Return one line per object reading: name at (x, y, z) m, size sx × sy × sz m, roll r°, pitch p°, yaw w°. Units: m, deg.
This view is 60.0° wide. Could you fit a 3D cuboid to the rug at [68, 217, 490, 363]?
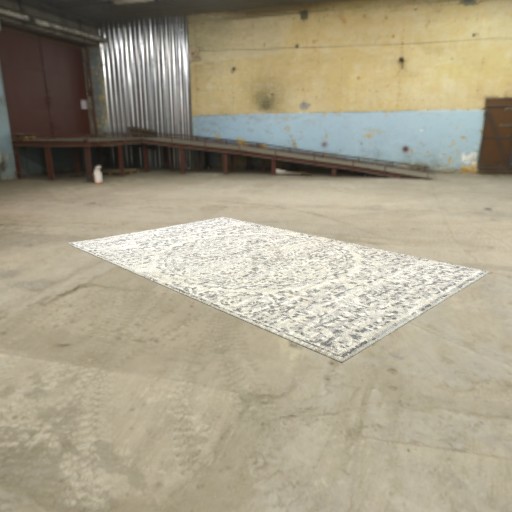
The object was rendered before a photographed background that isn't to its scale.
rug at (0.000, 0.000, 2.976) m, size 1.527 × 0.021 × 2.447 m, roll -15°, pitch 22°, yaw -42°
